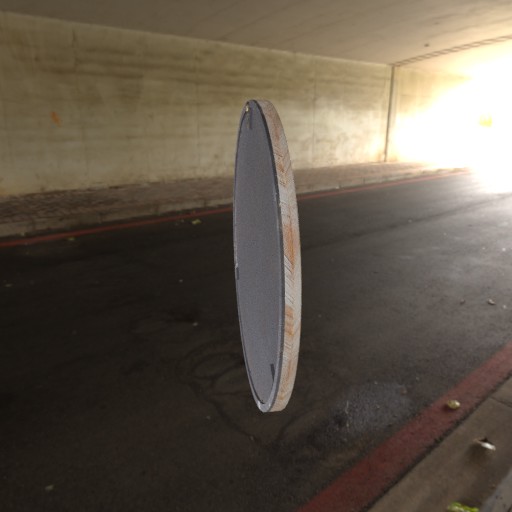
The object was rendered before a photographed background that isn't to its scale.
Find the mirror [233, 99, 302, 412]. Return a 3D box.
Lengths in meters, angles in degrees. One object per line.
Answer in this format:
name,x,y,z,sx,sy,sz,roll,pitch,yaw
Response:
mirror,0.000,0.000,1.069,0.038,0.710,0.710,-3,17,-9
